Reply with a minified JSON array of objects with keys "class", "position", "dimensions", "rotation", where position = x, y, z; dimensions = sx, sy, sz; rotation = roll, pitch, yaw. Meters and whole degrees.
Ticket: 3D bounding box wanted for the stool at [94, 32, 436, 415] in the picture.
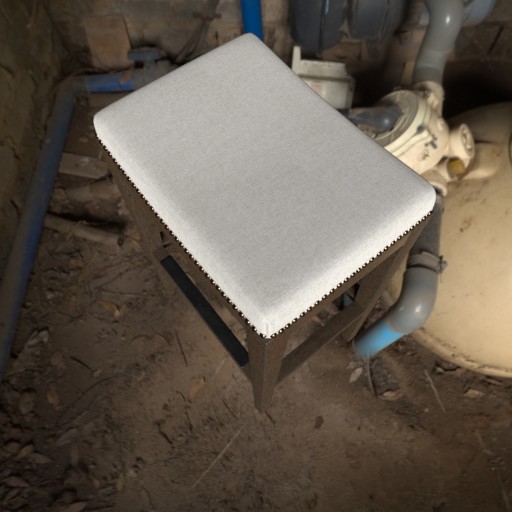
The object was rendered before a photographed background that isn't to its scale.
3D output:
[{"class":"stool","position":[0.000,0.000,1.028],"dimensions":[0.358,0.759,0.498],"rotation":[-35,69,-16]}]
